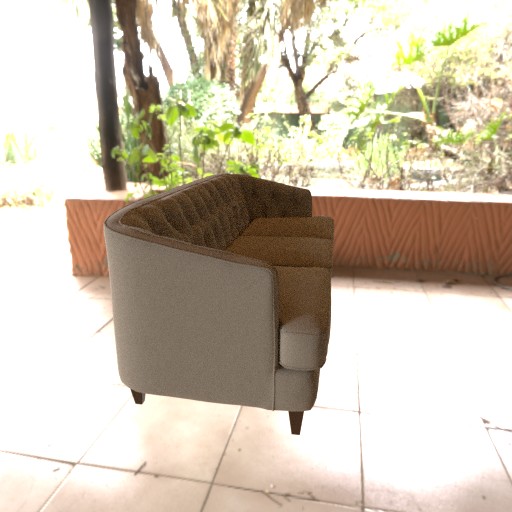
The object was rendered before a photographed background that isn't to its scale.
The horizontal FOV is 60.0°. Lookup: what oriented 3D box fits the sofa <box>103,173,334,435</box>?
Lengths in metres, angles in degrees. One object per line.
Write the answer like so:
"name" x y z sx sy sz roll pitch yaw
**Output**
"sofa" 0.000 0.000 2.725 0.941 0.855 2.278 3 16 10
